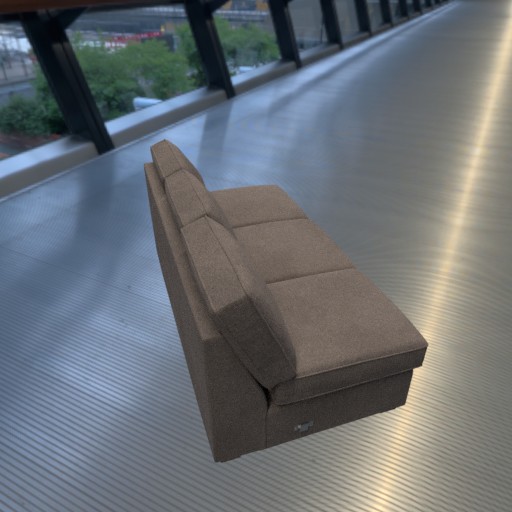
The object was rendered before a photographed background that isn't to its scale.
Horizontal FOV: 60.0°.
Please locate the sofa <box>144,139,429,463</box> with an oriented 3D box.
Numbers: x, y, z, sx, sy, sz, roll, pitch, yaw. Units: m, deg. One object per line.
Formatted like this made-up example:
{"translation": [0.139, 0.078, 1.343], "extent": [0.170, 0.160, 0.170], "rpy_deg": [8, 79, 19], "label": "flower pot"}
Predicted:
{"translation": [0.000, 0.000, 2.606], "extent": [1.027, 0.973, 1.962], "rpy_deg": [-10, 33, -16], "label": "sofa"}
